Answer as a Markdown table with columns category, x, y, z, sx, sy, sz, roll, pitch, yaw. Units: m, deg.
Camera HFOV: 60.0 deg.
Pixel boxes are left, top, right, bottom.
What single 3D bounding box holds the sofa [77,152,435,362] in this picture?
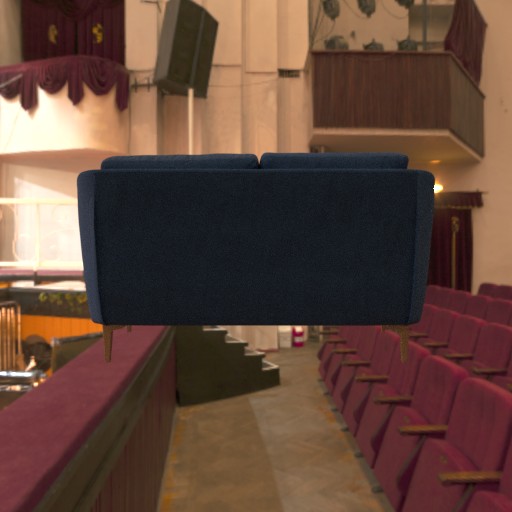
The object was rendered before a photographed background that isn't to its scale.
| category | x | y | z | sx | sy | sz | roll | pitch | yaw |
| --- | --- | --- | --- | --- | --- | --- | --- | --- | --- |
| sofa | 0.000 | 0.000 | 2.193 | 1.619 | 0.902 | 0.960 | 0 | 0 | 0 |
